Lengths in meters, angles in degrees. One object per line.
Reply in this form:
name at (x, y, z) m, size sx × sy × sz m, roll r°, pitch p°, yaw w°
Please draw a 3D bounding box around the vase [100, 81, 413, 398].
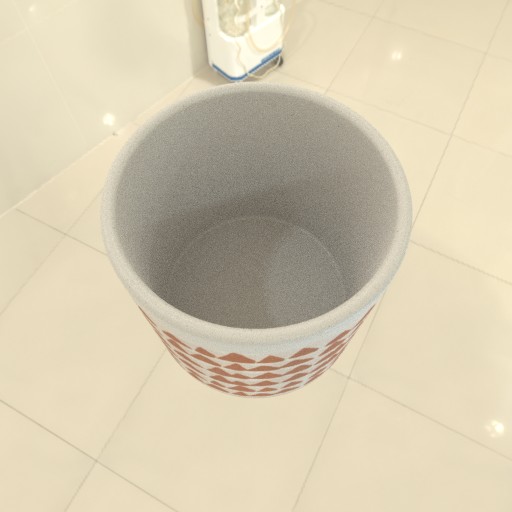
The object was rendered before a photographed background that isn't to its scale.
vase at (0.000, 0.000, 0.250) m, size 0.137 × 0.127 × 0.137 m, roll 0°, pitch 63°, yaw 0°
